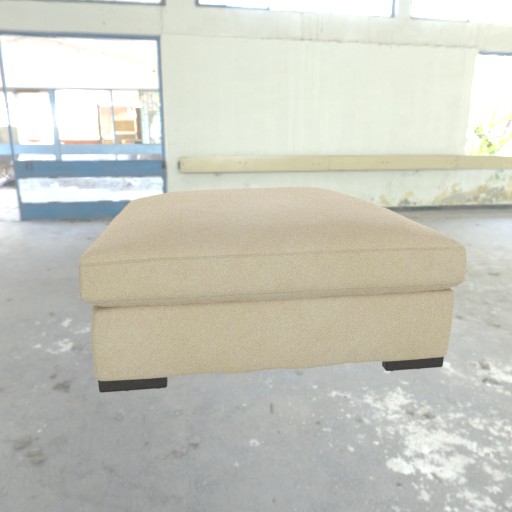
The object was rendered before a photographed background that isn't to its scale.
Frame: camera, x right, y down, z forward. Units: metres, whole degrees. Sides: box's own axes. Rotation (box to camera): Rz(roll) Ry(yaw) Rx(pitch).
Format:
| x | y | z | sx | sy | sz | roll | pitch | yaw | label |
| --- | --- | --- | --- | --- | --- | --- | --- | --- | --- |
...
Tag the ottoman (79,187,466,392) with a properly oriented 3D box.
| x | y | z | sx | sy | sz | roll | pitch | yaw | label |
| --- | --- | --- | --- | --- | --- | --- | --- | --- | --- |
| 0.000 | 0.000 | 1.897 | 1.190 | 0.522 | 1.205 | -2 | 15 | -8 | ottoman |
